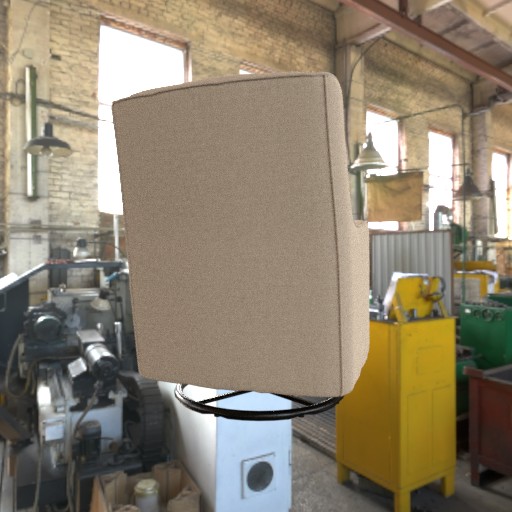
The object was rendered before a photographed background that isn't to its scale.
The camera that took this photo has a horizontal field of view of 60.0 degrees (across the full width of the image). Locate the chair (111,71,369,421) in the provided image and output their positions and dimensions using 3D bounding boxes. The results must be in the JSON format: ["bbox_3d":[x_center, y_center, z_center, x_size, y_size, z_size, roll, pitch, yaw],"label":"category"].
[{"bbox_3d":[0.000,0.000,1.589,0.732,0.993,0.879,0,0,19],"label":"chair"}]
